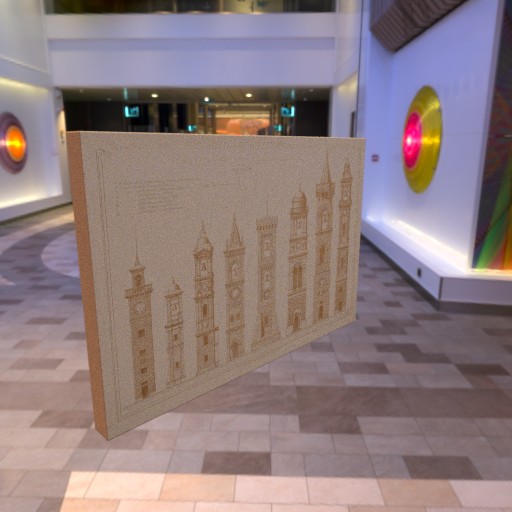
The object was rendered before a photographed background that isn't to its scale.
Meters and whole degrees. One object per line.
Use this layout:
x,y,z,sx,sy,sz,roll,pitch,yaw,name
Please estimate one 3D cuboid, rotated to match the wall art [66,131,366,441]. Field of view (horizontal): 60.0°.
0.000,0.000,0.779,0.609,0.407,0.039,-13,19,-43,wall art
